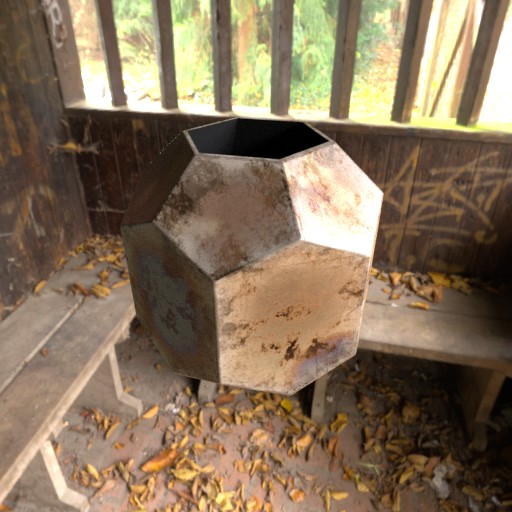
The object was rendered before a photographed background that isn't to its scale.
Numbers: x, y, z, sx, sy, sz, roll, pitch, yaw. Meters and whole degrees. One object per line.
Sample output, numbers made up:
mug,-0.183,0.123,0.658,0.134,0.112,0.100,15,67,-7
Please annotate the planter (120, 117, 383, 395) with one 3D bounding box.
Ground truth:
planter,0.000,0.000,0.436,0.243,0.238,0.221,-8,32,-14
